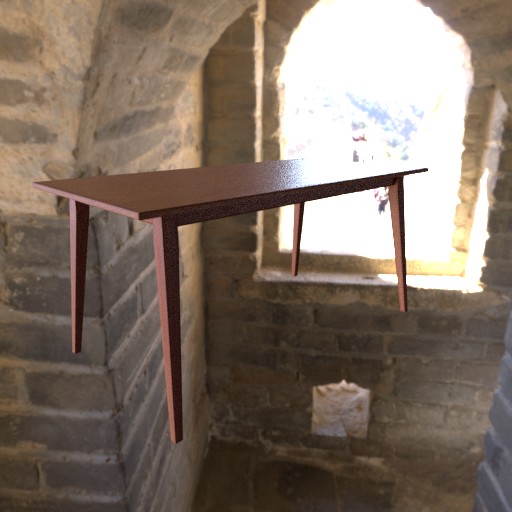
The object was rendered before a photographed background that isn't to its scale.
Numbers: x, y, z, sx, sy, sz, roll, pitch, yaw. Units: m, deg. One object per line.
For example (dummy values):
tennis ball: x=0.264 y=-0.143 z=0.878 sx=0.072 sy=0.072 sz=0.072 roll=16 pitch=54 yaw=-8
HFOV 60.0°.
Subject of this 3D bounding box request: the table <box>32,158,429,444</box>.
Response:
table: x=0.000 y=0.000 z=2.063 sx=1.609 sy=0.755 sz=0.811 roll=-16 pitch=23 yaw=-41
